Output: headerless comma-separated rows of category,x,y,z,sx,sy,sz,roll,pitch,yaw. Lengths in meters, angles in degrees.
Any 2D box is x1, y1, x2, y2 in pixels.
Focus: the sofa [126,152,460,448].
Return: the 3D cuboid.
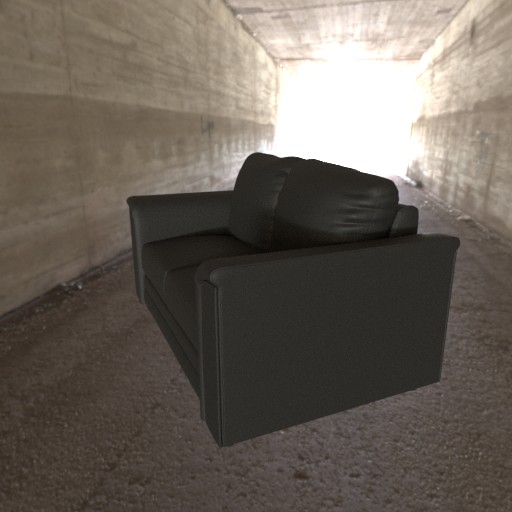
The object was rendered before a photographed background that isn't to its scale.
sofa,0.000,0.000,1.962,0.887,0.845,1.386,-7,18,-23
